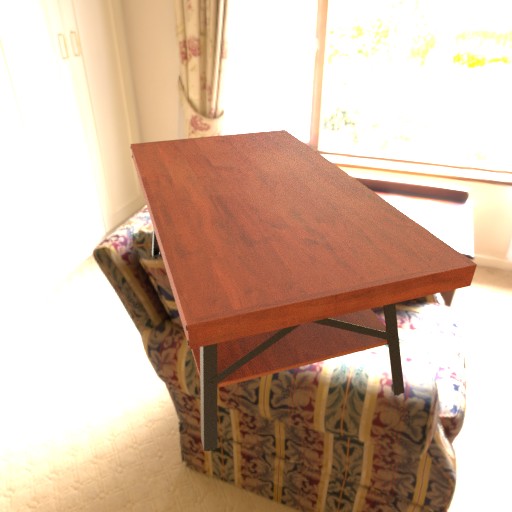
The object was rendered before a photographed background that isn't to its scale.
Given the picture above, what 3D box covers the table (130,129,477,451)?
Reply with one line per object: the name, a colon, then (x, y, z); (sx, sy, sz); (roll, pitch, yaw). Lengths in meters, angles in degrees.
table: (0.000, 0.000, 1.385); (0.610, 0.457, 1.067); (-10, 33, -16)
